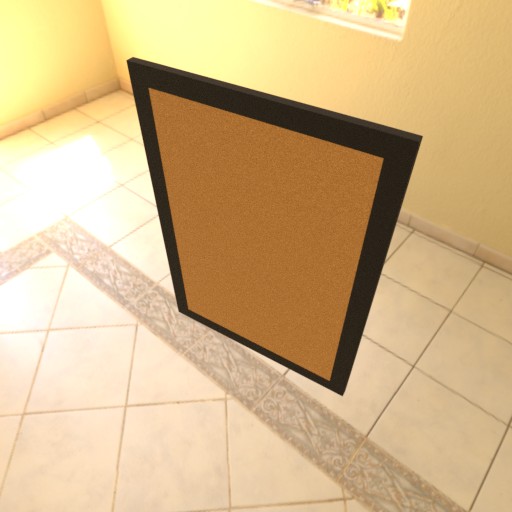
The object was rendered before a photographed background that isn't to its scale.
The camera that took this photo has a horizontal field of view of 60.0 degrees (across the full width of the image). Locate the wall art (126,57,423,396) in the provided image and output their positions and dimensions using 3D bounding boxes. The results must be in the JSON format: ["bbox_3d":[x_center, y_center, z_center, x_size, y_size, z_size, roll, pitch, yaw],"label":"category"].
[{"bbox_3d":[0.000,0.000,0.697,0.380,0.534,0.013,23,50,21],"label":"wall art"}]
